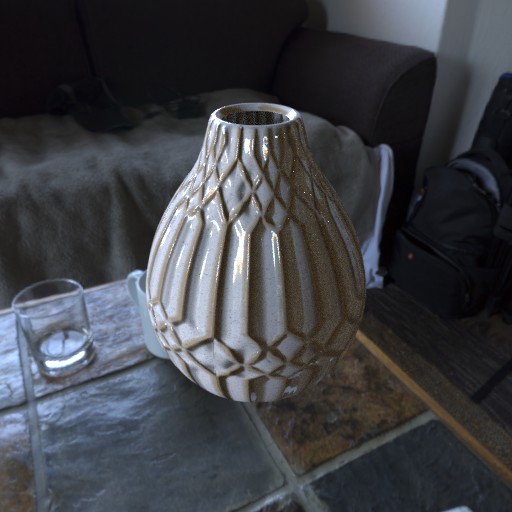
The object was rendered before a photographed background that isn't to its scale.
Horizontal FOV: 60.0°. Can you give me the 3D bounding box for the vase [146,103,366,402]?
[{"bbox_3d":[0.000,0.000,0.315,0.159,0.200,0.159,0,33,0],"label":"vase"}]
